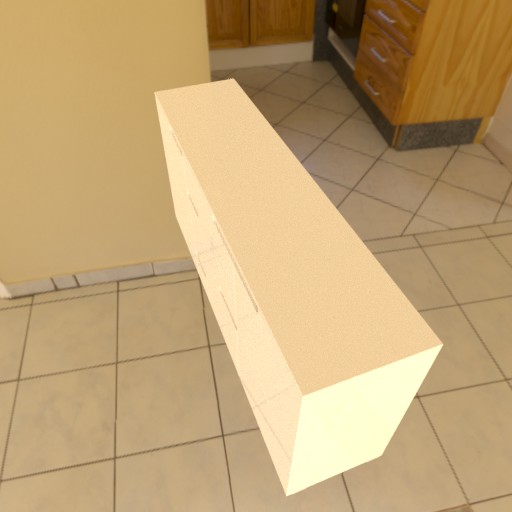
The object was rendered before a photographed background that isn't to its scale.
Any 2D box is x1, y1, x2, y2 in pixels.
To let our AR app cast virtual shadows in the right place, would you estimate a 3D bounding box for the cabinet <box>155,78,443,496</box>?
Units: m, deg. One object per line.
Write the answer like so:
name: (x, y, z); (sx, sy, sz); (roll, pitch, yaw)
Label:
cabinet: (0.000, 0.000, 1.915); (0.400, 0.800, 1.650); (-16, 48, -14)
